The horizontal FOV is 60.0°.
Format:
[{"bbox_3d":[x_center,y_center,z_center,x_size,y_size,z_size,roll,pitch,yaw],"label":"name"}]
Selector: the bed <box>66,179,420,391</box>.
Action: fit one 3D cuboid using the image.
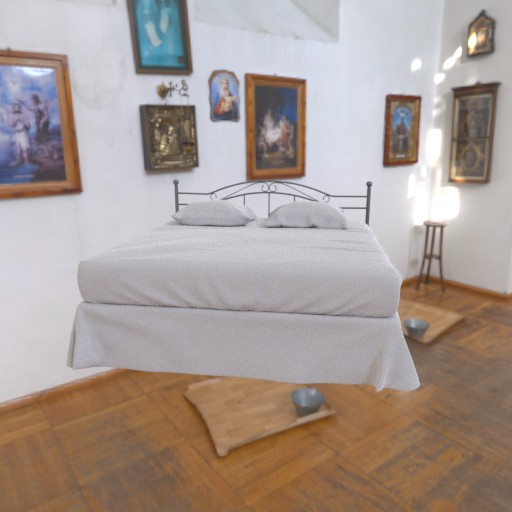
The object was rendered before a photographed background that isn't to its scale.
[{"bbox_3d":[0.000,0.000,3.593,2.309,1.080,2.220,2,13,8],"label":"bed"}]
